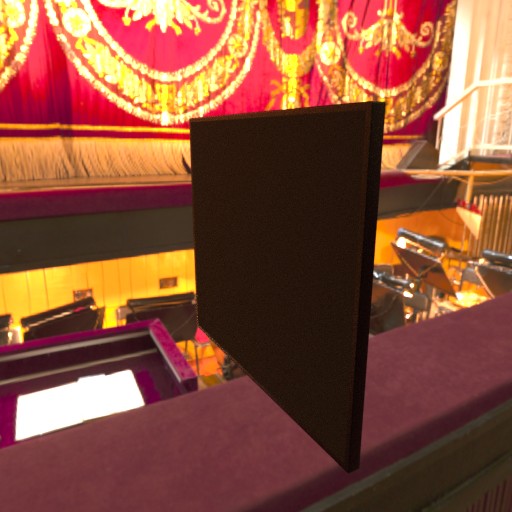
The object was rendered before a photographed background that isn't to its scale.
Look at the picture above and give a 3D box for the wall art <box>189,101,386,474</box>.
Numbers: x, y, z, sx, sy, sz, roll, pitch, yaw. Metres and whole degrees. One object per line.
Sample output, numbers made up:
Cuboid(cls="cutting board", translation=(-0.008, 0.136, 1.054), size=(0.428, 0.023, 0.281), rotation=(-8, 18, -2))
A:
Cuboid(cls="wall art", translation=(0.000, 0.000, 0.730), size=(0.018, 0.450, 0.521), rotation=(-8, 17, -28))
